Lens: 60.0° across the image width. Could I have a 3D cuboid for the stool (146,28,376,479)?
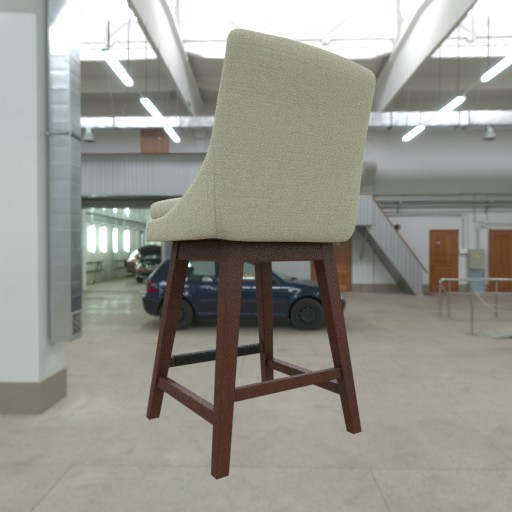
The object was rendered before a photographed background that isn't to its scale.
[{"bbox_3d":[0.000,0.000,1.271,0.469,0.991,0.559,-1,1,-34],"label":"stool"}]
